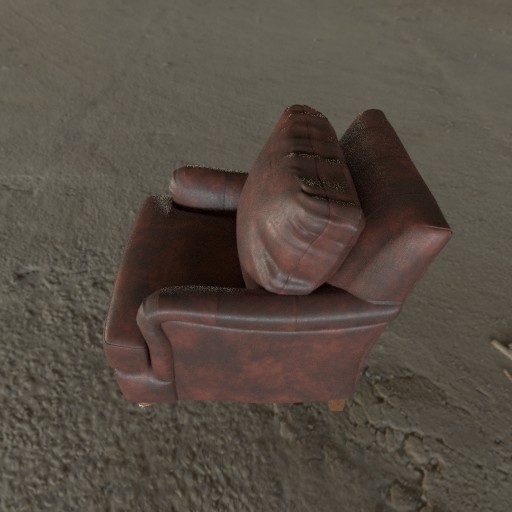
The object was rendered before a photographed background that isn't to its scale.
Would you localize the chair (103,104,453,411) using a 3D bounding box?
[{"bbox_3d":[0.000,0.000,1.914,1.156,1.051,0.987,-1,41,-1],"label":"chair"}]
